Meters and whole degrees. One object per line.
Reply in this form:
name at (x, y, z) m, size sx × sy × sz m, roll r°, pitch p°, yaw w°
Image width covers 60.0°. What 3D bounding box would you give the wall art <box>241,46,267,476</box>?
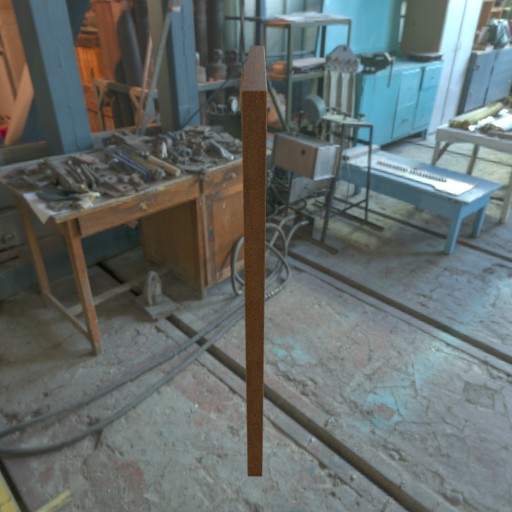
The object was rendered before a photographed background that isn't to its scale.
wall art at (0.000, 0.000, 1.130) m, size 0.037 × 0.914 × 0.610 m, roll 0°, pitch 31°, yaw 0°
